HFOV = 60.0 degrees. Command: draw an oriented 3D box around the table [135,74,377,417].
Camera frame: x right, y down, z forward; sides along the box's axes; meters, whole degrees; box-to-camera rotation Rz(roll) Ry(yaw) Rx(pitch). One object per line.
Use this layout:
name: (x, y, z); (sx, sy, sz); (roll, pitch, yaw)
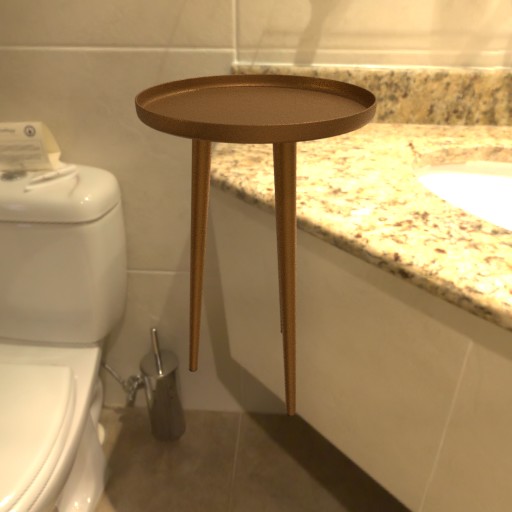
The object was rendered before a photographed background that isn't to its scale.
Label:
table: (0.000, 0.000, 0.685); (0.299, 0.480, 0.299); (-19, 36, -28)
